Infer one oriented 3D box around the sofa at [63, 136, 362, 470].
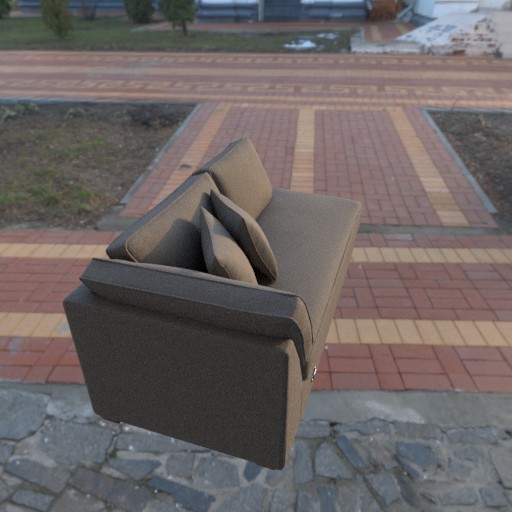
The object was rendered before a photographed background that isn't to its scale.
[{"bbox_3d":[0.000,0.000,2.882,1.110,1.033,2.237,10,33,16],"label":"sofa"}]
